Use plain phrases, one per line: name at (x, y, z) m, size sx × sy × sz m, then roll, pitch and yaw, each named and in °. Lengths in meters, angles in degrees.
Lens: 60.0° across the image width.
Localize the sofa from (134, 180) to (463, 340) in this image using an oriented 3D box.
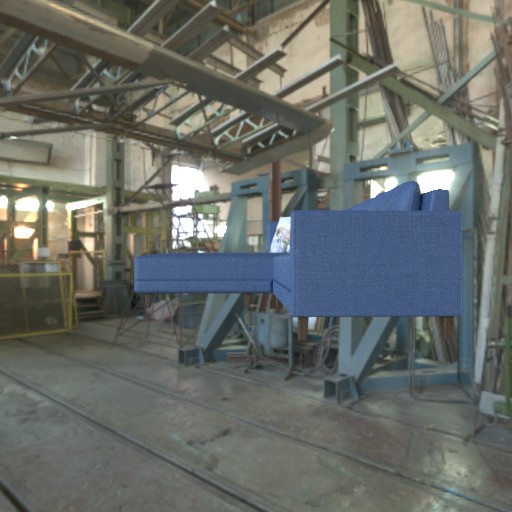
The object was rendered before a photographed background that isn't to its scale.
sofa at (0.000, 0.000, 3.062) m, size 1.829 × 0.787 × 2.120 m, roll 0°, pitch 0°, yaw -2°
